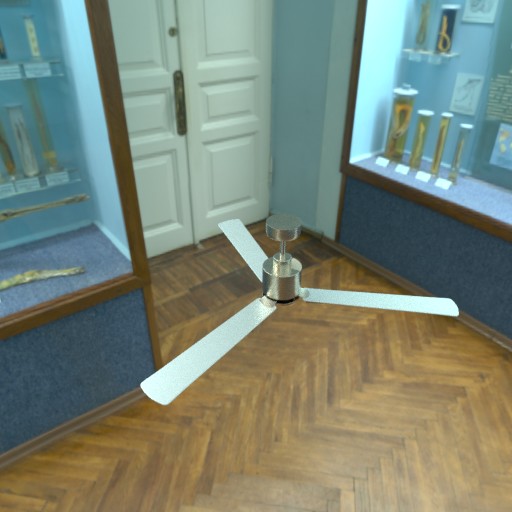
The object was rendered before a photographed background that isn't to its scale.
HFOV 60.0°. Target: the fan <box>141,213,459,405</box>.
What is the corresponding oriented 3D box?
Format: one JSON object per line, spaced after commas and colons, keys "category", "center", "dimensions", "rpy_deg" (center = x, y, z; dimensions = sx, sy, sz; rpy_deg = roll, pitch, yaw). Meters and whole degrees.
{"category": "fan", "center": [0.000, 0.000, 2.293], "dimensions": [1.561, 0.446, 1.531], "rpy_deg": [-20, 37, -29]}
